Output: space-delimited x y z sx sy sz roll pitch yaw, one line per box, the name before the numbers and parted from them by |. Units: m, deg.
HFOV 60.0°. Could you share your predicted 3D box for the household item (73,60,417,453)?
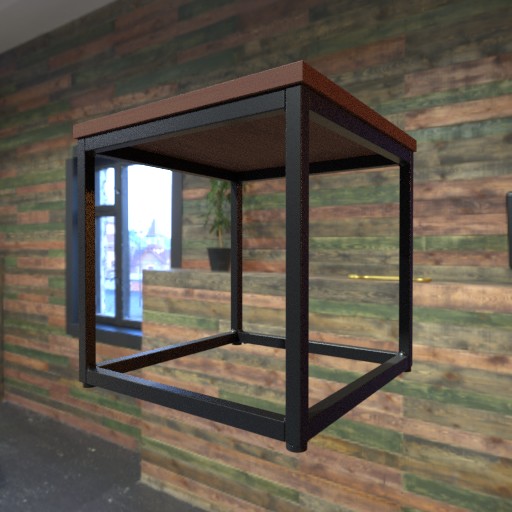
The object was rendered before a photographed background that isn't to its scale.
household item | 0.000 0.000 0.726 0.400 0.400 0.400 1 1 36
